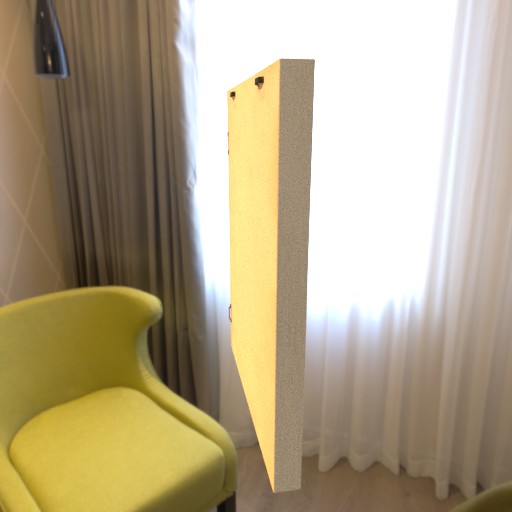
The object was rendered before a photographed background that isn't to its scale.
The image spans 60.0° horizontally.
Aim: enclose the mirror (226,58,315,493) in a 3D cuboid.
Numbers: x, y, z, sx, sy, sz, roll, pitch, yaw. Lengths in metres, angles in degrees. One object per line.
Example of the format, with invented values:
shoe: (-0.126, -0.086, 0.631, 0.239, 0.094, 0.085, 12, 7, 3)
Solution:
mirror: (0.000, 0.000, 0.685, 0.041, 0.509, 0.406, -3, 16, -10)
